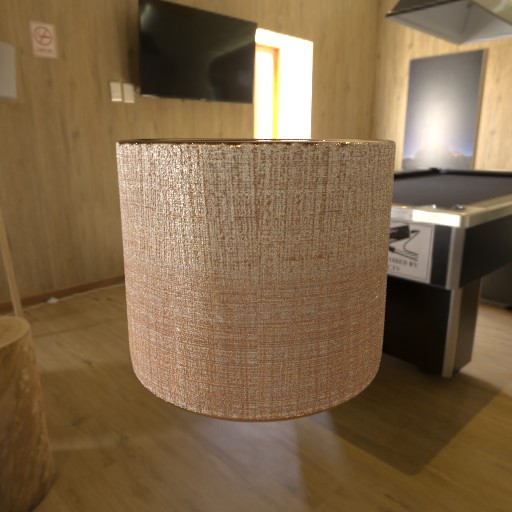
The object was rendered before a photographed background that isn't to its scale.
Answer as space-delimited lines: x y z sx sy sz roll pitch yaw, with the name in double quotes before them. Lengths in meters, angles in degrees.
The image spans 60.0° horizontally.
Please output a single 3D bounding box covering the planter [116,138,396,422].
"planter" 0.000 0.000 0.308 0.177 0.157 0.177 0 15 0
